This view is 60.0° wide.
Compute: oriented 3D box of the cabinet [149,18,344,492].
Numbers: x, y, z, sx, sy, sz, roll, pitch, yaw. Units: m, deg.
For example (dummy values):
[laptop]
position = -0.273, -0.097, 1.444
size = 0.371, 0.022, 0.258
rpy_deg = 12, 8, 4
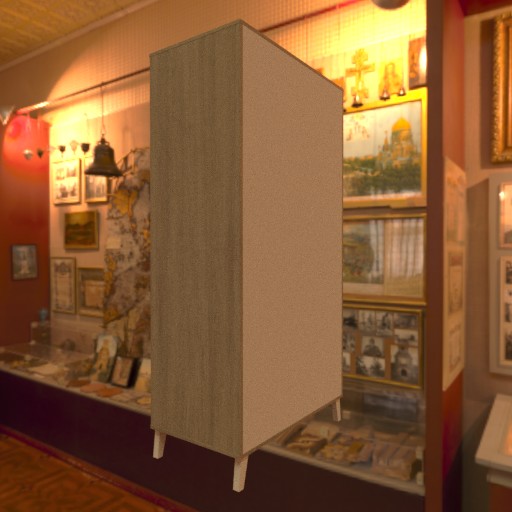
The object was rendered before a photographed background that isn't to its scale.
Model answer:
[cabinet]
position = 0.000, 0.000, 2.438
size = 0.571, 1.999, 1.006
rpy_deg = 1, 1, 36
